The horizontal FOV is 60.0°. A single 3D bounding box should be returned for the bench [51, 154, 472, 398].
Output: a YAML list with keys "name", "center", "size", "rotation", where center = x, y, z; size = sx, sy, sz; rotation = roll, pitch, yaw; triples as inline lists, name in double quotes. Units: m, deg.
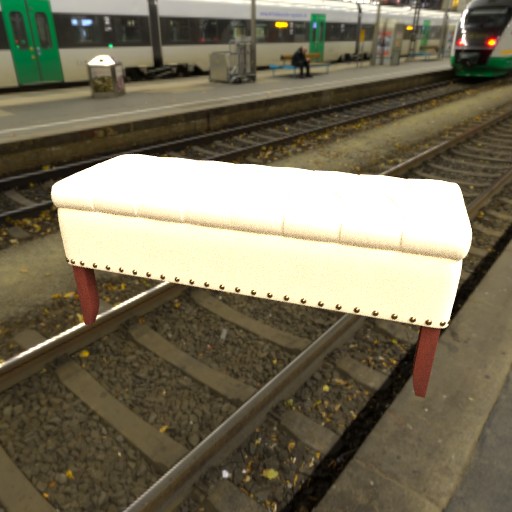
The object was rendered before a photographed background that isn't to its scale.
- name: "bench"
  center: [0.000, 0.000, 1.296]
  size: [1.054, 0.470, 0.400]
  rotation: [8, 28, 16]
